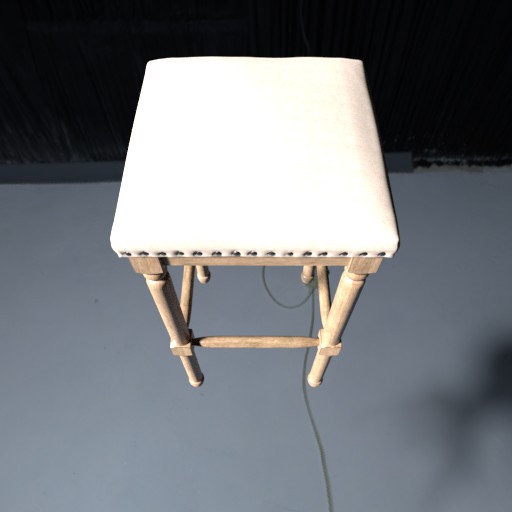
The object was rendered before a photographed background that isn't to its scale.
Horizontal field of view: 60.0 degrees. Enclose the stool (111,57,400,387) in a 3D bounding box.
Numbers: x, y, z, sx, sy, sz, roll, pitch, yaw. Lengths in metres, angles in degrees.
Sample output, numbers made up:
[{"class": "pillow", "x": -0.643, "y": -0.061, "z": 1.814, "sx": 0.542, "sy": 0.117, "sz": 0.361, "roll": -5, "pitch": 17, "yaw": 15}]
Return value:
[{"class": "stool", "x": 0.000, "y": 0.000, "z": 0.952, "sx": 0.382, "sy": 0.768, "sz": 0.383, "roll": 0, "pitch": 58, "yaw": 0}]
